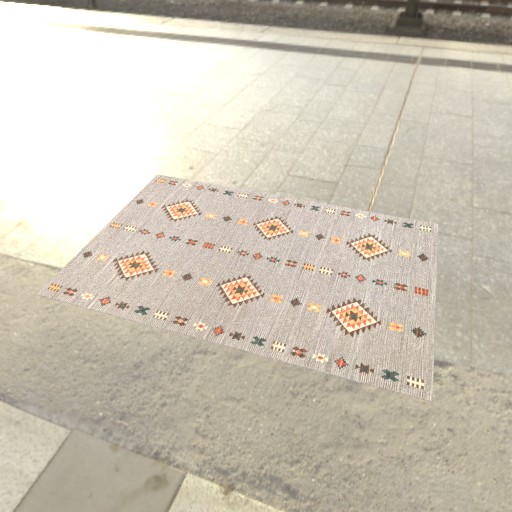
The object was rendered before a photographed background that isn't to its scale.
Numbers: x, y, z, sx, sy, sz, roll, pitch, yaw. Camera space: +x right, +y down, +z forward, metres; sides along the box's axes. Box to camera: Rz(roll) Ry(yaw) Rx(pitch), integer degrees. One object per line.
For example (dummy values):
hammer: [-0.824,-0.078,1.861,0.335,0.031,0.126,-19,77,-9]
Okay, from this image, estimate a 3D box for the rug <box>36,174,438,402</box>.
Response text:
rug: [0.000,0.000,2.346,1.818,0.005,1.217,12,41,14]
